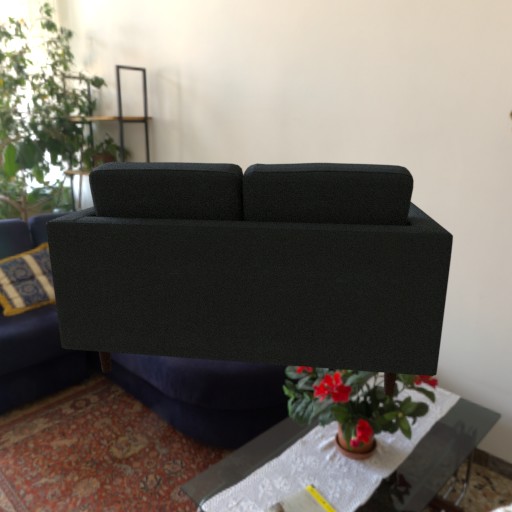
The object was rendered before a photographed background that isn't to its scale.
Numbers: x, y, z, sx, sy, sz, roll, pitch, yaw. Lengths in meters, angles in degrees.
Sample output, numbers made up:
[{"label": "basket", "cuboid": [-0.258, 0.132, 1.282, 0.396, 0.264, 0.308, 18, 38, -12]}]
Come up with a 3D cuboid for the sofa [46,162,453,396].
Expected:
[{"label": "sofa", "cuboid": [0.000, 0.000, 2.159, 1.518, 0.930, 0.999, 2, 16, 8]}]
